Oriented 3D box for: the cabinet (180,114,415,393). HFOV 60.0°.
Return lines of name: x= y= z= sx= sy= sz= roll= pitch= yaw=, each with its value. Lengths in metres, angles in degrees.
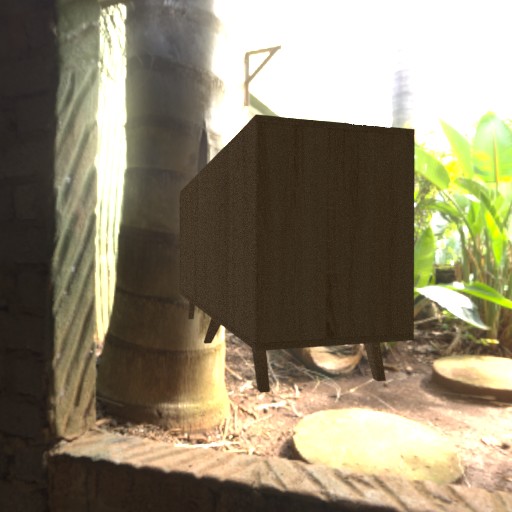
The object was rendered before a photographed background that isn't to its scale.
cabinet: x=0.000 y=0.000 z=2.053 sx=0.500 sy=0.780 sz=1.650 roll=0 pitch=1 yaw=-17
